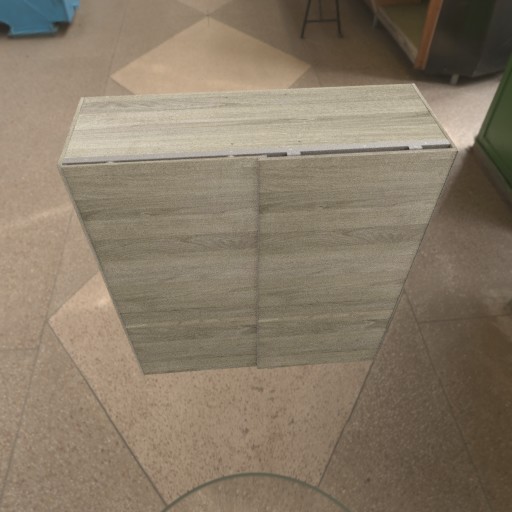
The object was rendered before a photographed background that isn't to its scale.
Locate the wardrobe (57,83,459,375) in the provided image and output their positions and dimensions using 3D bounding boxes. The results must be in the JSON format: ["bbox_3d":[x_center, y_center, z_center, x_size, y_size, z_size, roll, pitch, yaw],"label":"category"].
[{"bbox_3d":[0.000,0.000,2.876,1.780,1.960,0.629,-4,48,-3],"label":"wardrobe"}]
